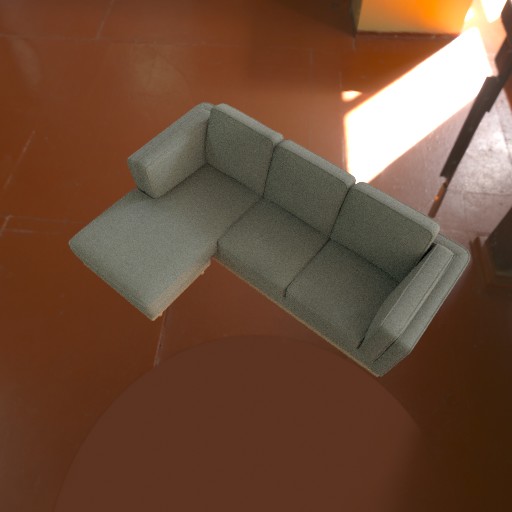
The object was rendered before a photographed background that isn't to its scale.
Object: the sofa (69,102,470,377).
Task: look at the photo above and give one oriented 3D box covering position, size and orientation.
[{"bbox_3d":[0.000,0.000,3.200,2.411,0.929,1.604,35,64,19],"label":"sofa"}]
